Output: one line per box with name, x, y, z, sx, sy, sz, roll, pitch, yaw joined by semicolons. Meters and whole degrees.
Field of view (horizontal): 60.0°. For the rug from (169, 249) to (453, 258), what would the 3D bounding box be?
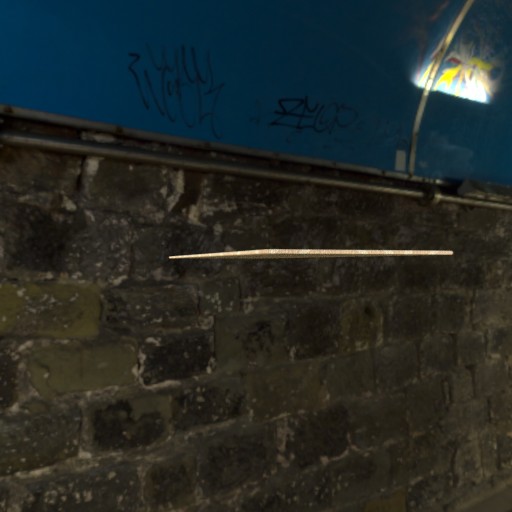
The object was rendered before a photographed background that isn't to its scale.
rug;0.000;0.000;2.516;0.691;0.013;2.289;0;-1;-18
